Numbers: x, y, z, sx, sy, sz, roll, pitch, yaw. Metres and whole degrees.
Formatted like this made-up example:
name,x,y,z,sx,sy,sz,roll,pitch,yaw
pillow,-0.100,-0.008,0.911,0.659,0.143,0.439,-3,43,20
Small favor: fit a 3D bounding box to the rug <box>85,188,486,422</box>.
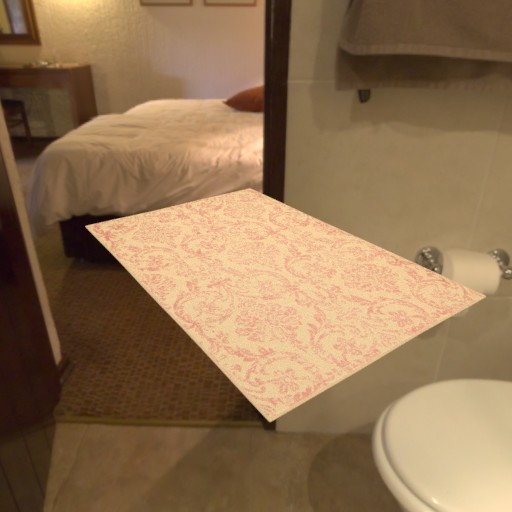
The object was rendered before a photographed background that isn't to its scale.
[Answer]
name,x,y,z,sx,sy,sz,roll,pitch,yaw
rug,0.000,0.000,3.477,1.819,0.018,2.746,-18,32,-31
